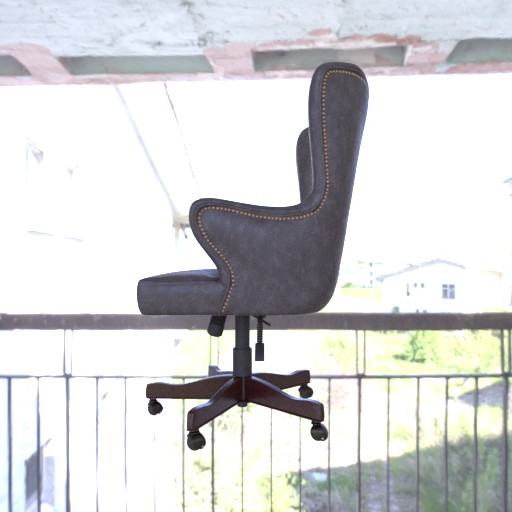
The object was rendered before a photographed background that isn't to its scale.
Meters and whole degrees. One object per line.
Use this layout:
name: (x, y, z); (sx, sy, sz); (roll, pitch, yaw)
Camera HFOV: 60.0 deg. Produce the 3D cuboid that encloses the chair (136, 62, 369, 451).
chair: (0.000, 0.000, 1.445); (0.717, 1.037, 0.594); (0, -1, 2)
